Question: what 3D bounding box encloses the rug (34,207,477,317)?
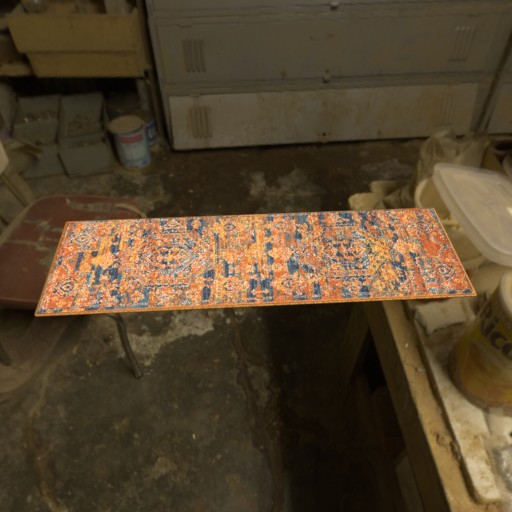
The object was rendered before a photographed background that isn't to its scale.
[{"bbox_3d":[0.000,0.000,2.002,1.820,0.013,0.556,-2,48,-2],"label":"rug"}]
